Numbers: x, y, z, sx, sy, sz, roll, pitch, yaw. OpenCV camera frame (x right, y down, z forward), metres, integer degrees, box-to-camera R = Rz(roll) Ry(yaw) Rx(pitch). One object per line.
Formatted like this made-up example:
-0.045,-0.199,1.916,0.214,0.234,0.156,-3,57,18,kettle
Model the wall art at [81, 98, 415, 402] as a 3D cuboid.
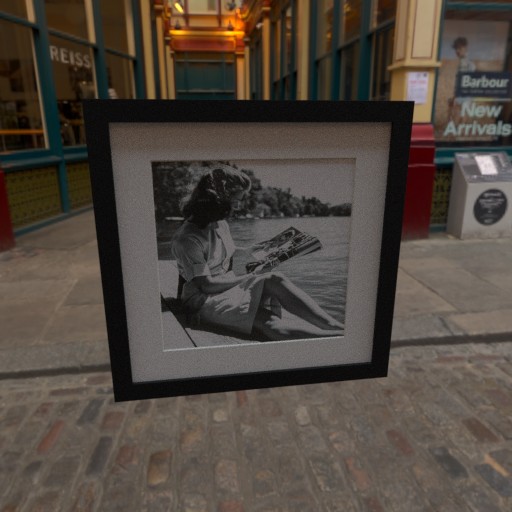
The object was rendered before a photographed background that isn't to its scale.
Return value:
0.000,0.000,0.690,0.462,0.458,0.030,-3,17,-9,wall art
